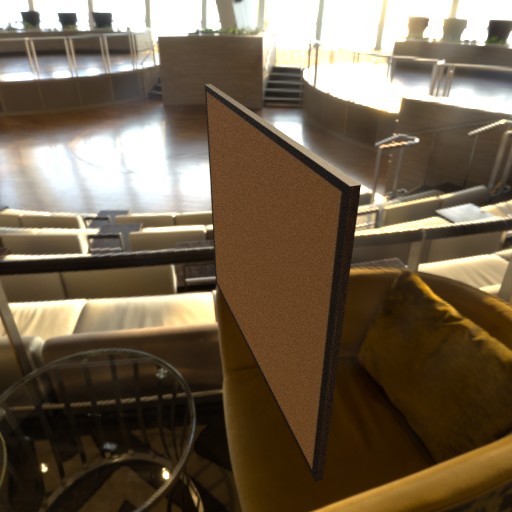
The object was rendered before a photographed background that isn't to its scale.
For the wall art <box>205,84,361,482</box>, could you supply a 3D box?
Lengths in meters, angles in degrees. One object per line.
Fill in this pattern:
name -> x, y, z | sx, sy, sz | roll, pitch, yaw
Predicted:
wall art -> 0.000, 0.000, 1.423 | 0.023, 0.875, 1.033 | -11, 33, -17
